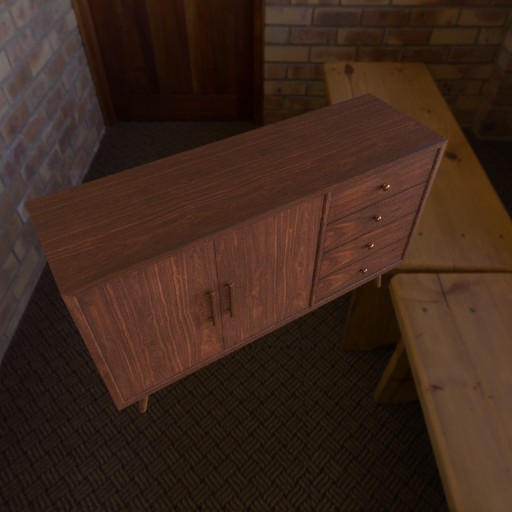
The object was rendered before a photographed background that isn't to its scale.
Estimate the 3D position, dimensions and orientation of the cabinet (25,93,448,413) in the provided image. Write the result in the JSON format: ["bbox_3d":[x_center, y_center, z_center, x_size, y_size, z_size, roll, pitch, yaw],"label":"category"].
[{"bbox_3d":[0.000,0.000,2.013,1.575,0.940,0.505,-24,50,-21],"label":"cabinet"}]
